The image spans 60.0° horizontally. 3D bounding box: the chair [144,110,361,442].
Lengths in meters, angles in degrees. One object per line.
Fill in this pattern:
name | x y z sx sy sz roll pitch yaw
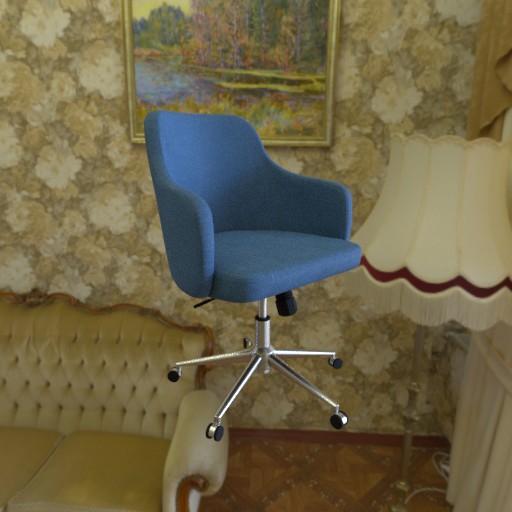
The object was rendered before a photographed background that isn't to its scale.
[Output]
chair | 0.000 0.000 1.285 0.599 0.820 0.655 -13 19 -43
